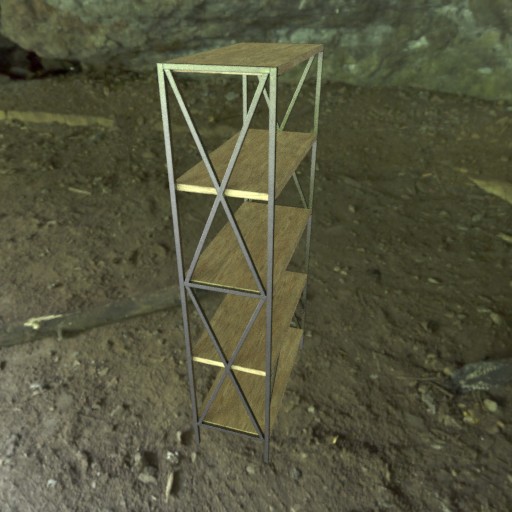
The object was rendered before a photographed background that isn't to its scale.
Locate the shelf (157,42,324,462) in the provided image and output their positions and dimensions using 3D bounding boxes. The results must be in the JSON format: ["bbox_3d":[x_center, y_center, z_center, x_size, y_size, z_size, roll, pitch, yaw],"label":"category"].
[{"bbox_3d":[0.000,0.000,2.146,0.386,1.803,0.874,8,31,14],"label":"shelf"}]
